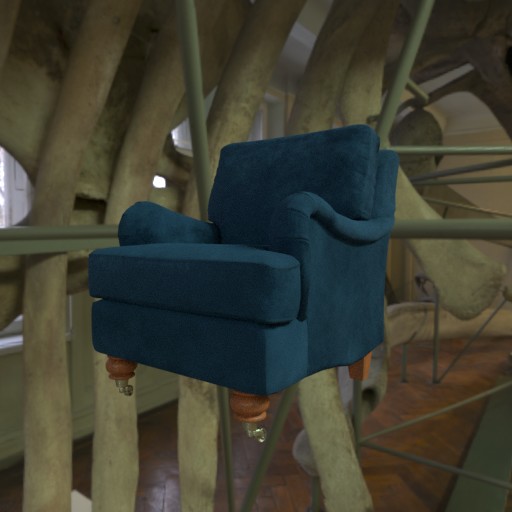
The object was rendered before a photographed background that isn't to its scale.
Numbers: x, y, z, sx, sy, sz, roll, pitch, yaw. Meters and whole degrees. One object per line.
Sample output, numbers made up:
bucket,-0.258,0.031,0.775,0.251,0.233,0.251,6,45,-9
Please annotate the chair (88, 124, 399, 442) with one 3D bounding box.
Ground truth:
chair,0.000,0.000,1.839,0.895,1.076,1.078,2,4,36
